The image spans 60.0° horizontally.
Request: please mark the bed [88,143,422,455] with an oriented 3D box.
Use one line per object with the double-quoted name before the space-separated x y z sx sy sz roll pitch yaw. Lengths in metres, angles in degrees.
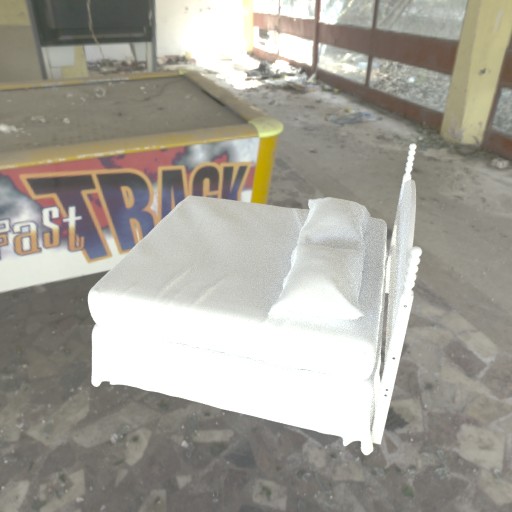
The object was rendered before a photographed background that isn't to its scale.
"bed" 0.000 0.000 3.224 2.040 1.356 1.873 9 32 14
